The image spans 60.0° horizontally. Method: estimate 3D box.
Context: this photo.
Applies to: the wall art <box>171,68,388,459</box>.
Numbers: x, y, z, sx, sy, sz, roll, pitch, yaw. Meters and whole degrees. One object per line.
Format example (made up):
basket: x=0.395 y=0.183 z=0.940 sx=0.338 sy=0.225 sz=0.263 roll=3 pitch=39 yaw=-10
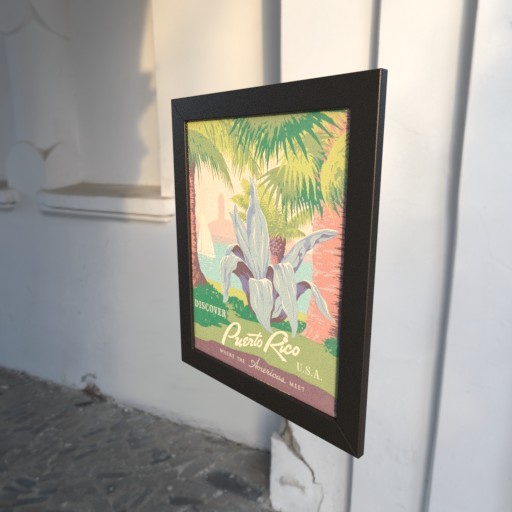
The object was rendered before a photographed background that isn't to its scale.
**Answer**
wall art: x=0.000 y=0.000 z=0.811 sx=0.018 sy=0.582 sz=0.481 roll=-13 pitch=18 yaw=-43
